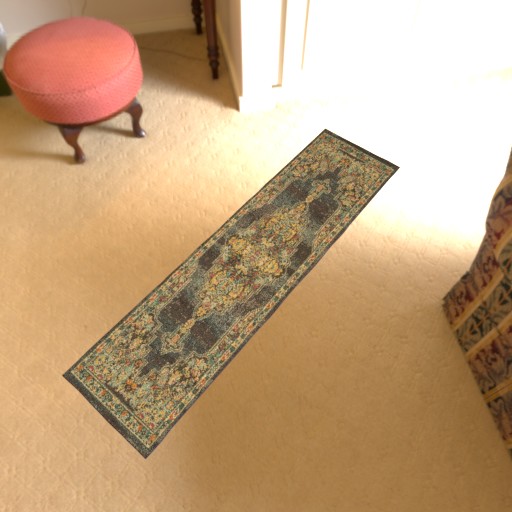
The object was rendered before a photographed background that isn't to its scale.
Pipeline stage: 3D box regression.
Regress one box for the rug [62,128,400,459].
[{"bbox_3d":[0.000,0.000,2.545,0.602,0.016,2.283,35,64,20],"label":"rug"}]
